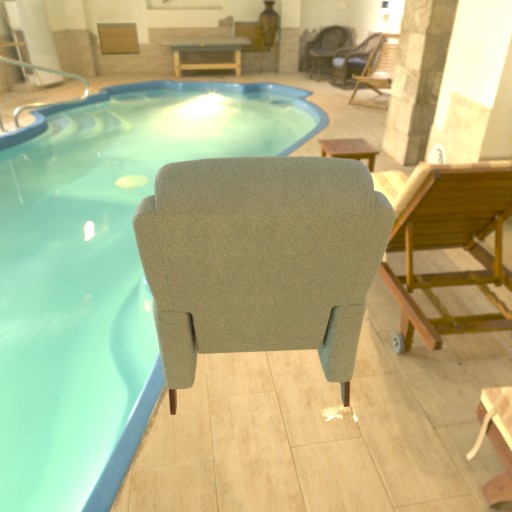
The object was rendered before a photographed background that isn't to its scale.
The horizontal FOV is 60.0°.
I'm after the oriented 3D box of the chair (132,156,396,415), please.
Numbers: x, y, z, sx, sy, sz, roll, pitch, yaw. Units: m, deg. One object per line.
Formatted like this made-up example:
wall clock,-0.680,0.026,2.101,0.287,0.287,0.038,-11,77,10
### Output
chair,0.000,0.000,1.812,0.785,1.067,0.988,-2,31,-3
